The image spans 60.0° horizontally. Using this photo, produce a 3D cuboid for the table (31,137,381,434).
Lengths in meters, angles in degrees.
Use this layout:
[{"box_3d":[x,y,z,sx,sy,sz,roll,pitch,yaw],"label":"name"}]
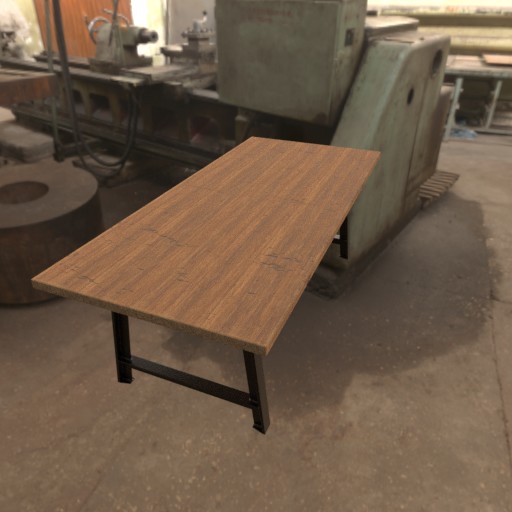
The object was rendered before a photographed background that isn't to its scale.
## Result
[{"box_3d":[0.000,0.000,2.641,1.000,0.757,2.200,12,33,20],"label":"table"}]
